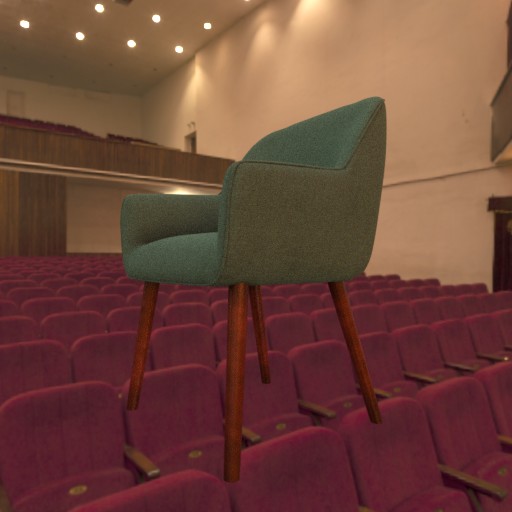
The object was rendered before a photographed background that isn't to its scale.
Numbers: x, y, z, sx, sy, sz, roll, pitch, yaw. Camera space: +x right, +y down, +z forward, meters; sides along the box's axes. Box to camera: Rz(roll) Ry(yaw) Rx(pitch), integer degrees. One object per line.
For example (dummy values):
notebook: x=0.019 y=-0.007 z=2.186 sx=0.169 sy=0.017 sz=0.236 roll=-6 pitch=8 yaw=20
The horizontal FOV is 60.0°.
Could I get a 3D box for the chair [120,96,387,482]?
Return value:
chair: x=0.000 y=0.000 z=1.124 sx=0.519 sy=0.803 sz=0.543 roll=0 pitch=-1 yaw=-37
